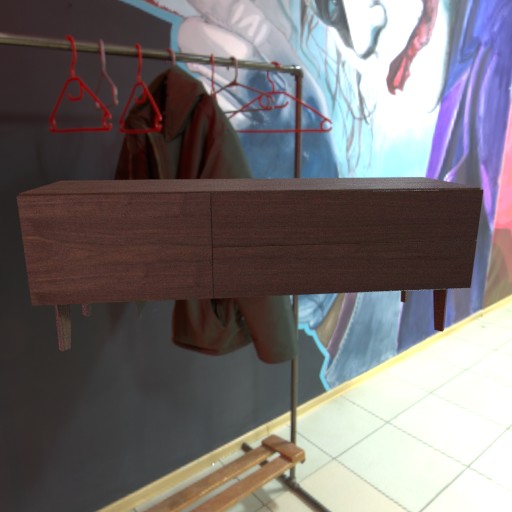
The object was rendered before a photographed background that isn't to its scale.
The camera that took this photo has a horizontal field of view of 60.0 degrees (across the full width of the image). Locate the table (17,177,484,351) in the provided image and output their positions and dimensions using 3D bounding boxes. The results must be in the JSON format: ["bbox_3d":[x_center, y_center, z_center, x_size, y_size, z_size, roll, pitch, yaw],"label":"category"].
[{"bbox_3d":[0.000,0.000,1.576,1.397,0.508,0.405,-2,15,-6],"label":"table"}]
